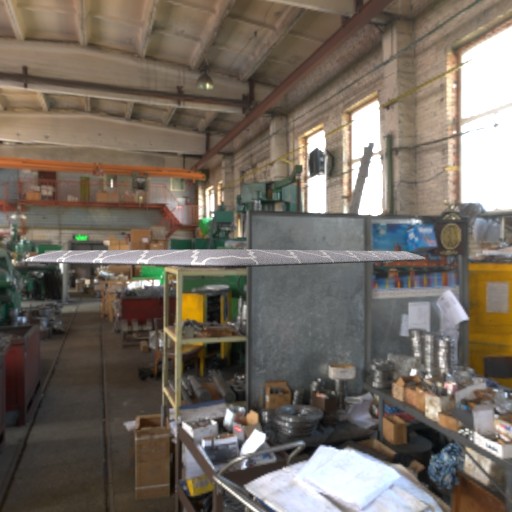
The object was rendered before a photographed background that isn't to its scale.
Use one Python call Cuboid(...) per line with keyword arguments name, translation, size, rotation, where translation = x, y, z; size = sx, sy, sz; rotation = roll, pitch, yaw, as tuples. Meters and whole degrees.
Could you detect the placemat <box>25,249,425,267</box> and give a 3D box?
Cuboid(name="placemat", translation=(0.000, 0.000, 0.951), size=(0.508, 0.021, 0.762), rotation=(0, 0, 37))
